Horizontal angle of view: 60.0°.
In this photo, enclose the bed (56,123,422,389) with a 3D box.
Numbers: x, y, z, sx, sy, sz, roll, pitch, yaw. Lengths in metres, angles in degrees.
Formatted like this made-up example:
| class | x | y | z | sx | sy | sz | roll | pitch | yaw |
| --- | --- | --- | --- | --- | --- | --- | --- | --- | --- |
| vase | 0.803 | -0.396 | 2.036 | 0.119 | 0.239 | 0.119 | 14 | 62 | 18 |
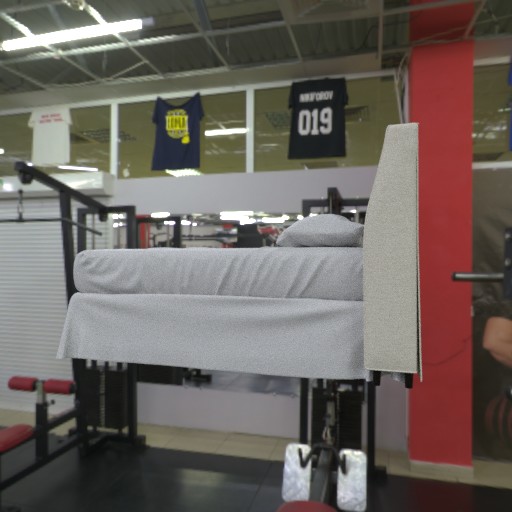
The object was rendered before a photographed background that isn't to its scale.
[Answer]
| class | x | y | z | sx | sy | sz | roll | pitch | yaw |
| --- | --- | --- | --- | --- | --- | --- | --- | --- | --- |
| bed | 0.000 | 0.000 | 3.386 | 2.276 | 1.332 | 1.925 | 0 | 0 | 17 |
